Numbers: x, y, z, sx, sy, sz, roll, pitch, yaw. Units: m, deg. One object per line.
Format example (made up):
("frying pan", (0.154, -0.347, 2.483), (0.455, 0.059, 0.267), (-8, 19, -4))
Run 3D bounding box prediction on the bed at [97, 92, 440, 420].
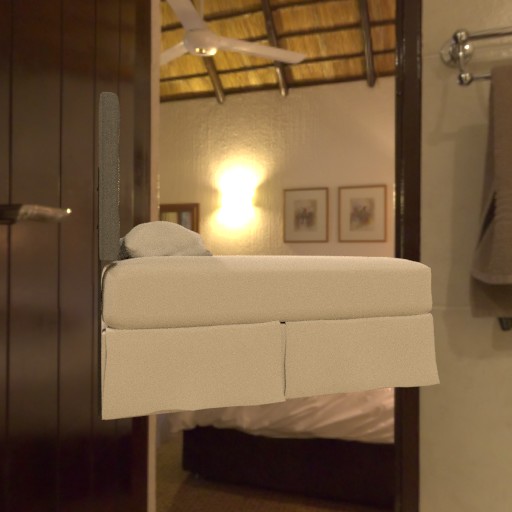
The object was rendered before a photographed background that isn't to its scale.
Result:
("bed", (0.000, 0.000, 2.962), (1.997, 1.571, 1.261), (0, 0, -19))
